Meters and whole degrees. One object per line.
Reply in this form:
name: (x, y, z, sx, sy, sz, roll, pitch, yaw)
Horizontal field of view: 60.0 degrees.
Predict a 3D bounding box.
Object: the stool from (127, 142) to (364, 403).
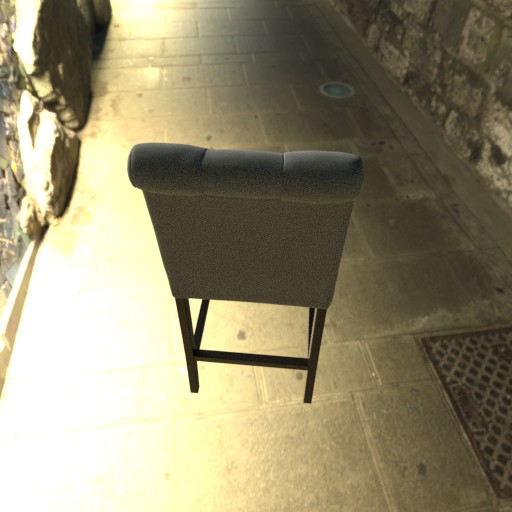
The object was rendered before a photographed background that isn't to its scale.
stool: (0.000, 0.000, 1.392, 0.493, 1.040, 0.601, 4, 45, 4)
